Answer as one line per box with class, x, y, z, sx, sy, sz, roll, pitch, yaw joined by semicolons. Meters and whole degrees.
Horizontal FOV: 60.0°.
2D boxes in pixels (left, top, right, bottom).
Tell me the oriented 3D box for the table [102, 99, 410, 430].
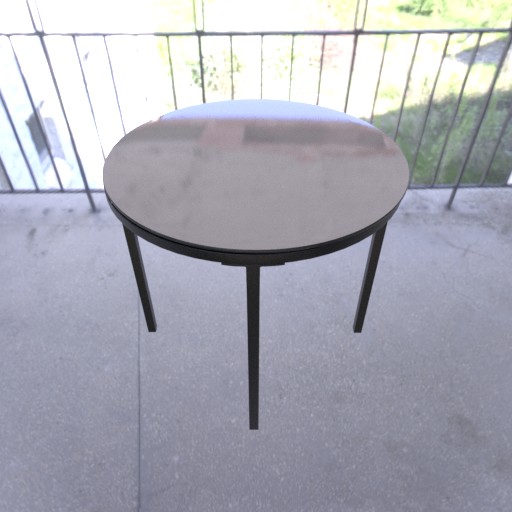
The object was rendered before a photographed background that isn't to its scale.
table;0.000;0.000;0.886;0.499;0.443;0.499;0;40;0
